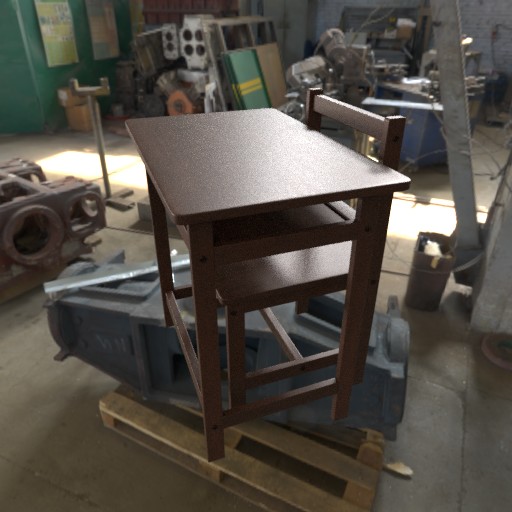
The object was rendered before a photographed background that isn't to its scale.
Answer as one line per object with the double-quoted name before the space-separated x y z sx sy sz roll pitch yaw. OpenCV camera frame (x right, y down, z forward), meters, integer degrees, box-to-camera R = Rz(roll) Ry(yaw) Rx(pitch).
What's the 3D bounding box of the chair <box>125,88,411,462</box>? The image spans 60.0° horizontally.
"chair" 0.000 0.000 1.044 0.463 0.673 0.599 -11 32 -18
